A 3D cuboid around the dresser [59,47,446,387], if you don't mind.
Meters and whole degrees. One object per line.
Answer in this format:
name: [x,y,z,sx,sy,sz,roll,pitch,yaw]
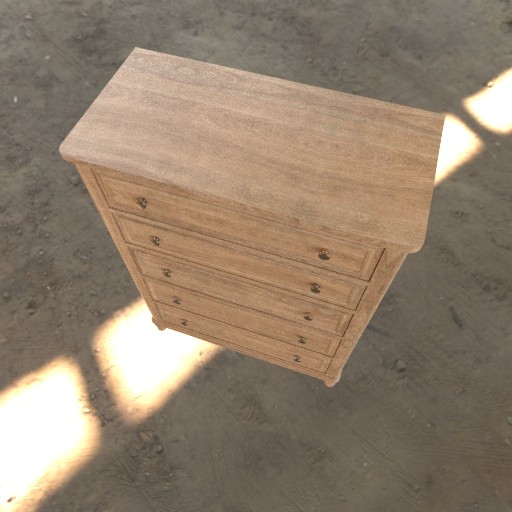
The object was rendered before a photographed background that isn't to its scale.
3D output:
dresser: [0.000,0.000,1.784,0.973,1.318,0.484,16,61,9]
